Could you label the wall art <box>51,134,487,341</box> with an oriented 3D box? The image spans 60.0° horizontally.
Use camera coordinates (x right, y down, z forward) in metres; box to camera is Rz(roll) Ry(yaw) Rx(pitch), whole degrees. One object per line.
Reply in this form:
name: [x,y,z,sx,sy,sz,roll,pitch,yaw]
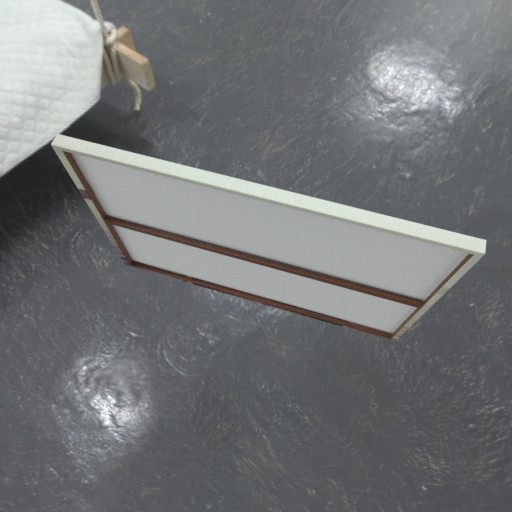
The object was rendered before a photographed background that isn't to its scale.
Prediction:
wall art: [0.000,0.000,1.474,1.149,0.765,0.040,15,64,7]
